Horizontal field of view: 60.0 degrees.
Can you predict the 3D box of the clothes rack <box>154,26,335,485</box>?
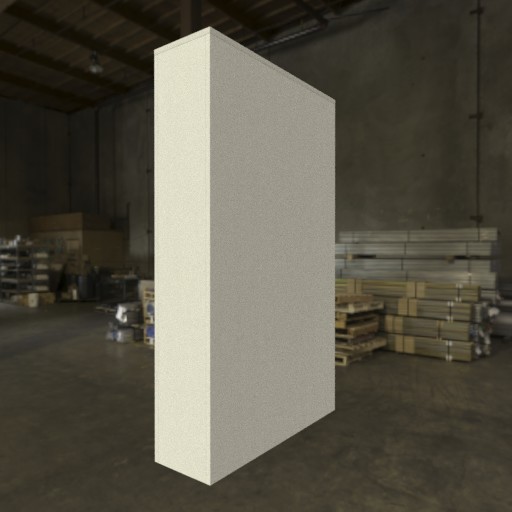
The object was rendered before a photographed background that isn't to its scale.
[{"bbox_3d":[0.000,0.000,1.609,0.250,1.280,0.750,0,1,37],"label":"clothes rack"}]
